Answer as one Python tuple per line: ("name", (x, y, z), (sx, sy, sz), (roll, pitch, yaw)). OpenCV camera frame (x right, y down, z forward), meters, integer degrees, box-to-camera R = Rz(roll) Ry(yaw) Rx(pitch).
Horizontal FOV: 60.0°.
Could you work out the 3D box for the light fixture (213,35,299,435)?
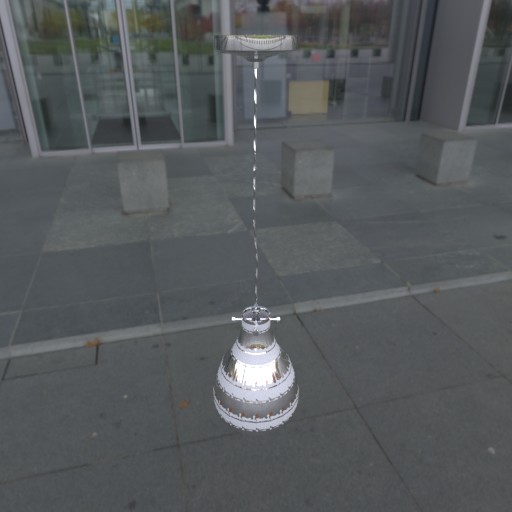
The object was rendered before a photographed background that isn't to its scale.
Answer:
("light fixture", (0.000, 0.000, 1.634), (0.374, 1.457, 0.374), (0, 27, 0))
